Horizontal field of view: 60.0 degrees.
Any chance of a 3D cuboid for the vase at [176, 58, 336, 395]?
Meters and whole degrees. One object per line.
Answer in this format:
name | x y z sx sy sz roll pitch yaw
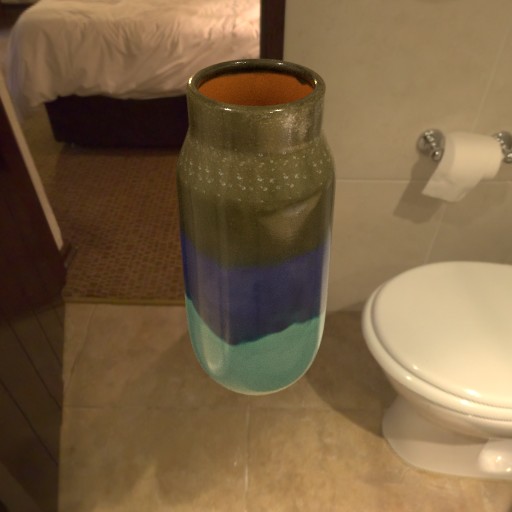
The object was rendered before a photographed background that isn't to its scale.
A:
vase | 0.000 0.000 0.397 0.139 0.313 0.139 0 42 0
